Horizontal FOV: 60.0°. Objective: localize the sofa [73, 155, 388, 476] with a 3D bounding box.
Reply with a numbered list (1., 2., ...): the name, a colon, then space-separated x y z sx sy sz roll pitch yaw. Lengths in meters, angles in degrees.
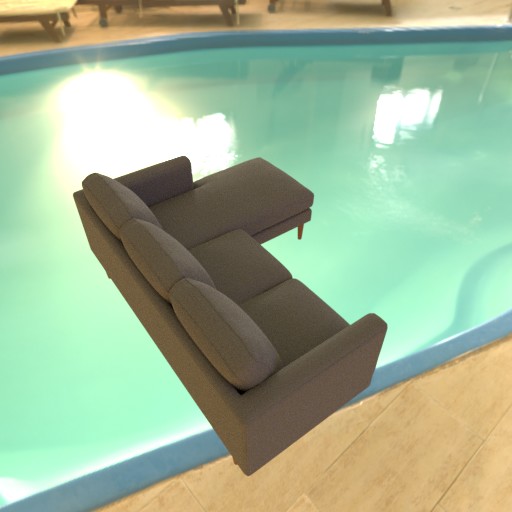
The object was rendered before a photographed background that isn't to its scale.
1. sofa: 0.000 0.000 2.880 1.591 0.897 2.031 -26 49 -26
